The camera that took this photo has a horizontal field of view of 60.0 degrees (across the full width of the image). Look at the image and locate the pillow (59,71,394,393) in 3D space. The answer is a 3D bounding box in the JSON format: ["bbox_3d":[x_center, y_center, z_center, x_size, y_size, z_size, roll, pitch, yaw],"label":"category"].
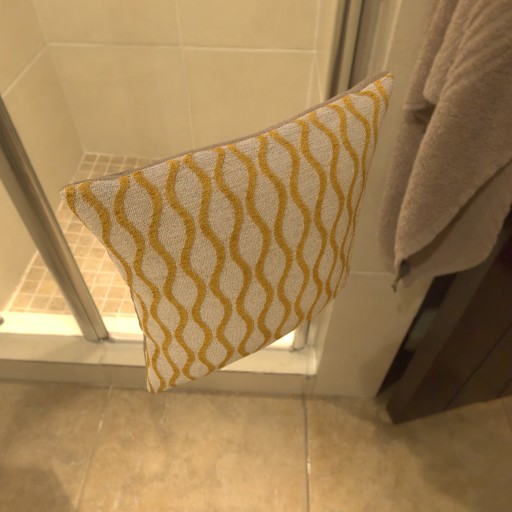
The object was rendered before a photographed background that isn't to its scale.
[{"bbox_3d":[0.000,0.000,0.645,0.429,0.436,0.159,-27,53,-22],"label":"pillow"}]
